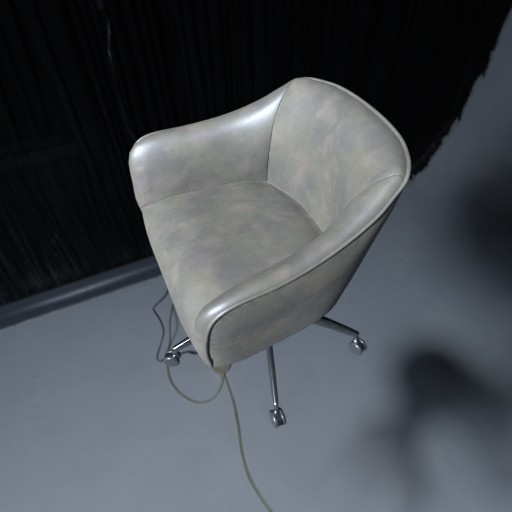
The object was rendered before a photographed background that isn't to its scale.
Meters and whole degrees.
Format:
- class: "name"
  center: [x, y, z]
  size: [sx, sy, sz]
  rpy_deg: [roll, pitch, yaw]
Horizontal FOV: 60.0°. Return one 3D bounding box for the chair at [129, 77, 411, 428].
- class: "chair"
  center: [0.000, 0.000, 1.326]
  size: [0.689, 0.827, 0.713]
  rpy_deg: [-18, 49, -16]
